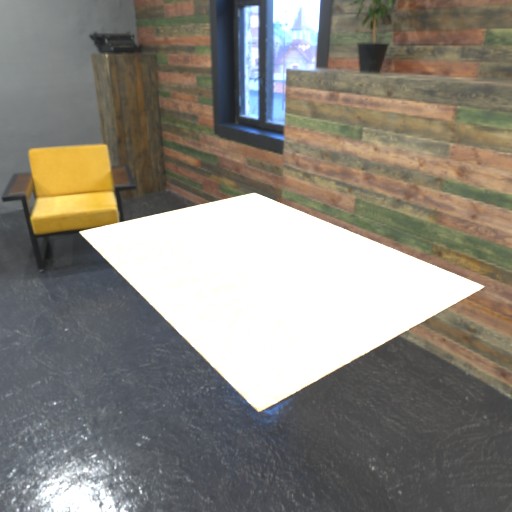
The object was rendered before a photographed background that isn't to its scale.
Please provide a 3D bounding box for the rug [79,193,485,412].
[{"bbox_3d":[0.000,0.000,4.375,2.438,0.010,3.353,-18,31,-33],"label":"rug"}]
